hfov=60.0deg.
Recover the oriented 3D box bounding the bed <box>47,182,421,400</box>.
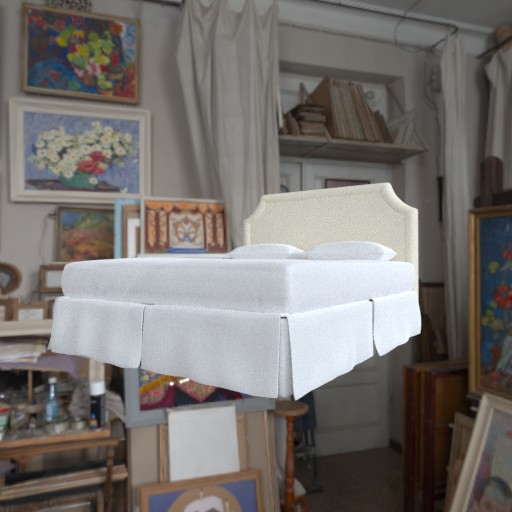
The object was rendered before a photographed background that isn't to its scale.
[{"bbox_3d":[0.000,0.000,4.090,2.350,1.590,2.773,-1,-1,35],"label":"bed"}]
